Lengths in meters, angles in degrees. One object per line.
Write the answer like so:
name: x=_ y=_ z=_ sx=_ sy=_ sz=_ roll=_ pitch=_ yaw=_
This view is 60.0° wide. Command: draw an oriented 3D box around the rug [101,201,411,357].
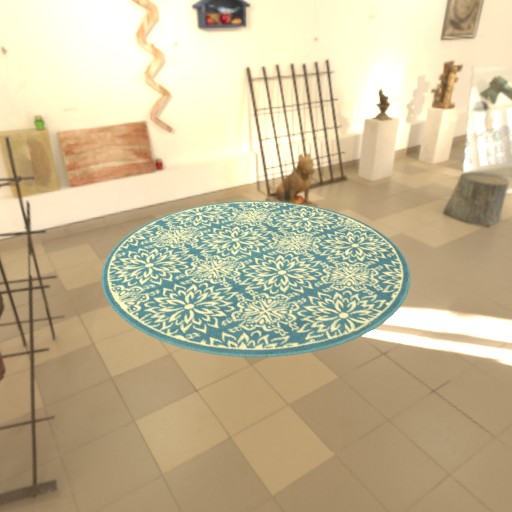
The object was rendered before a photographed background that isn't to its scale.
rug: x=0.000 y=0.000 z=2.388 sx=1.593 sy=0.012 sz=1.593 roll=0 pitch=29 yaw=0
